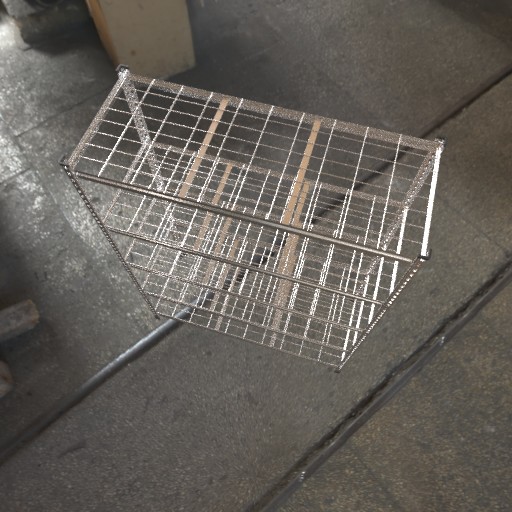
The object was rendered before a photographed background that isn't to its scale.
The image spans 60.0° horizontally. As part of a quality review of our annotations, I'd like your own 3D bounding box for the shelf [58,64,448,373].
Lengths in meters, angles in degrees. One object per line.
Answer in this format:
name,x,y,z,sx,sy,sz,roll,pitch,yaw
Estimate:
shelf,0.000,0.000,2.737,1.524,1.981,0.610,15,64,8
